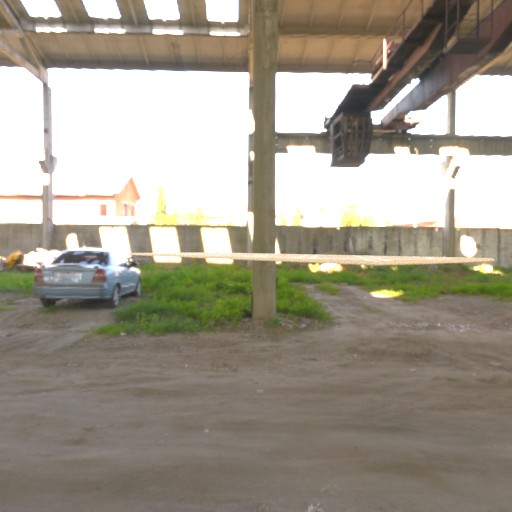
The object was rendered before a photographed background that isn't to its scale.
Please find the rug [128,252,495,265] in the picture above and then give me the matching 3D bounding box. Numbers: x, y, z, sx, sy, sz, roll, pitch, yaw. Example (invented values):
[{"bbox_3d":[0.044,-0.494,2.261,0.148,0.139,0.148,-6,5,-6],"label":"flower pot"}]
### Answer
[{"bbox_3d":[0.000,0.000,2.459,0.678,0.014,2.276,-1,1,-35],"label":"rug"}]
